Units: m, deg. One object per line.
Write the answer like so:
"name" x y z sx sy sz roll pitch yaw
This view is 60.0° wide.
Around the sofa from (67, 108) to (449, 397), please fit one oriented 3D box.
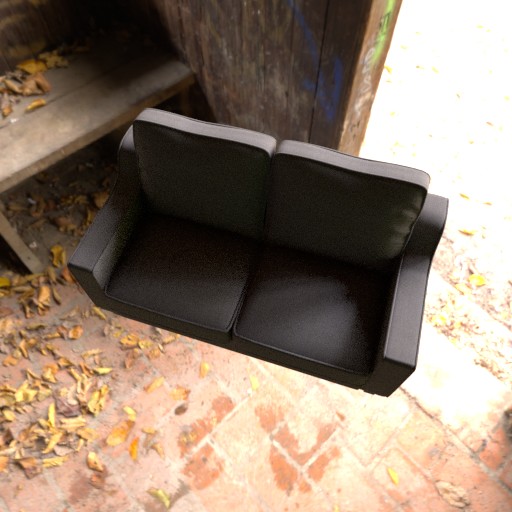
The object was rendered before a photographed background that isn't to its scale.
"sofa" 0.000 0.000 2.049 1.500 0.948 0.791 15 59 9
